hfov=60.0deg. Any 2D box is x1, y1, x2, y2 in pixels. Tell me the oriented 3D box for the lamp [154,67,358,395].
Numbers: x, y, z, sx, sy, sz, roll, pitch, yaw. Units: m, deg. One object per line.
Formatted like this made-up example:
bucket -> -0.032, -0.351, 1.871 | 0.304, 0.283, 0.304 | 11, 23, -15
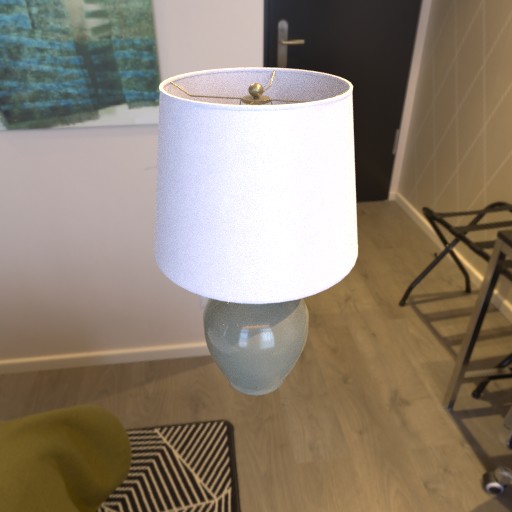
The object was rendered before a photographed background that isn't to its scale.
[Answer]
lamp -> 0.000, 0.000, 0.541 | 0.239, 0.399, 0.239 | 0, 32, 0
